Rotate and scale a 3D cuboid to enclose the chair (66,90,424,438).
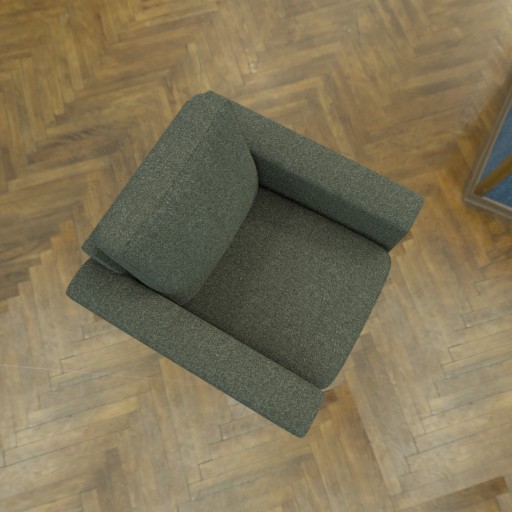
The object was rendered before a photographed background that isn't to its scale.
[{"bbox_3d":[0.000,0.000,1.754,1.016,0.873,1.005,29,76,8],"label":"chair"}]
